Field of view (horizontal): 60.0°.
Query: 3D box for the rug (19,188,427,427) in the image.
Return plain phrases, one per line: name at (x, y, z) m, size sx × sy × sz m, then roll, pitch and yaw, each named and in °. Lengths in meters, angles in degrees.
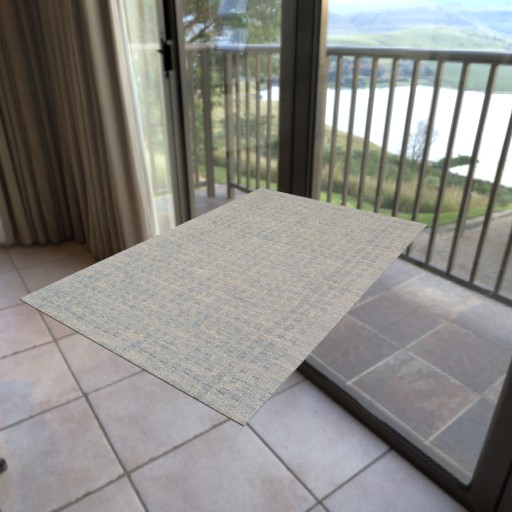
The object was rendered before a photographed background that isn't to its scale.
rug at (0.000, 0.000, 2.164) m, size 1.142 × 0.006 × 1.752 m, roll 18°, pitch 32°, yaw 31°
